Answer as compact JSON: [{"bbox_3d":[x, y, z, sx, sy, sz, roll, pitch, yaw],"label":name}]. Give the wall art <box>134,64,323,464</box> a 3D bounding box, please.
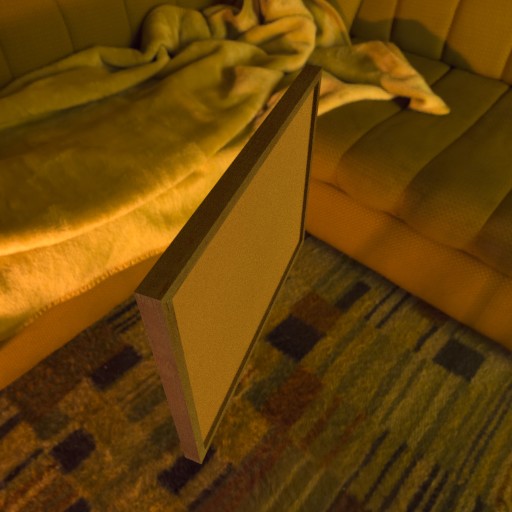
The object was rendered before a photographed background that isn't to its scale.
[{"bbox_3d":[0.000,0.000,1.779,0.070,1.009,1.320,16,48,15],"label":"wall art"}]
